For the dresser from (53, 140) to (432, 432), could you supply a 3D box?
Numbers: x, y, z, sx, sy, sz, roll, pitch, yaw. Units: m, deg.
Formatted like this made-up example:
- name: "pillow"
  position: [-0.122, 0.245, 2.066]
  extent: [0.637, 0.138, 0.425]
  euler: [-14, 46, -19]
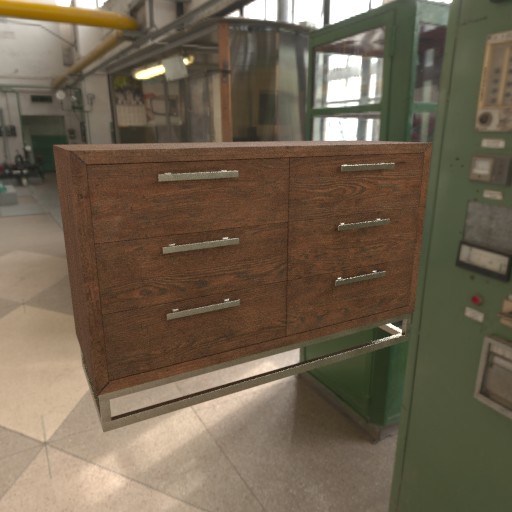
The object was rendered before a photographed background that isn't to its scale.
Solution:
- name: "dresser"
  position: [0.000, 0.000, 2.161]
  extent: [1.646, 1.061, 0.623]
  euler: [-9, 18, -27]
